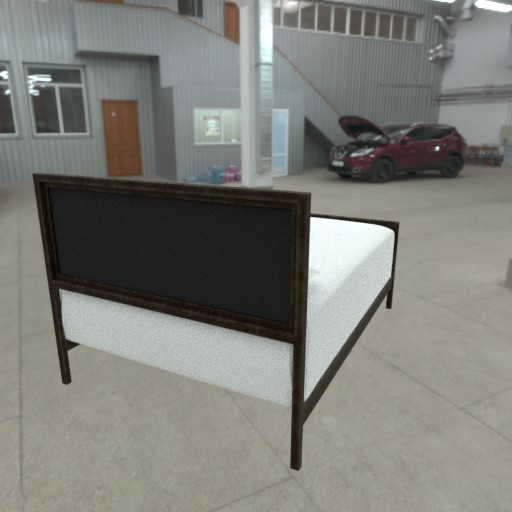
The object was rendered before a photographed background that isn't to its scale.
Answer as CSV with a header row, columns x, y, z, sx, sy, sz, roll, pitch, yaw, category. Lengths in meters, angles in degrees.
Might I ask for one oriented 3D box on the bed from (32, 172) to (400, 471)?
x,y,z,sx,sy,sz,roll,pitch,yaw,category
0.000,0.000,3.201,1.607,1.313,2.221,8,19,26,bed
